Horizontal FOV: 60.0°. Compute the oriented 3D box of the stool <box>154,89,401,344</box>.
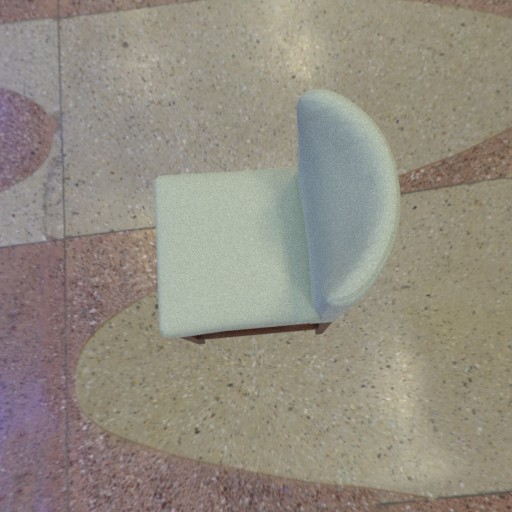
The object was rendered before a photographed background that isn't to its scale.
[{"bbox_3d":[0.000,0.000,1.375,0.568,1.069,0.479,-5,75,-1],"label":"stool"}]
